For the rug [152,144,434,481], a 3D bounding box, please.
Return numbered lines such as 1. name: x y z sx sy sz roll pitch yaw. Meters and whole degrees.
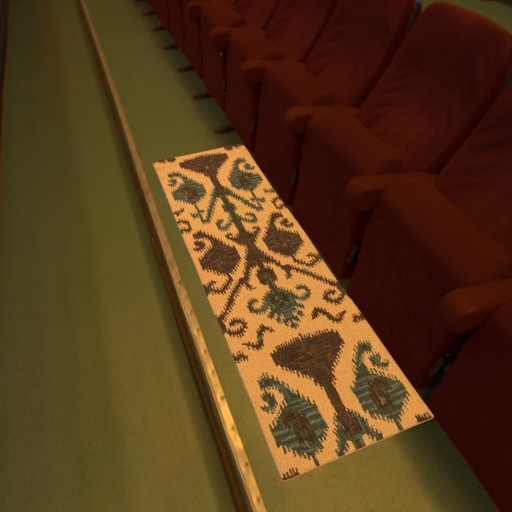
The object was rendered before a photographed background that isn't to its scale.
1. rug: 0.000 0.000 2.505 0.692 0.017 2.301 -16 47 -15
